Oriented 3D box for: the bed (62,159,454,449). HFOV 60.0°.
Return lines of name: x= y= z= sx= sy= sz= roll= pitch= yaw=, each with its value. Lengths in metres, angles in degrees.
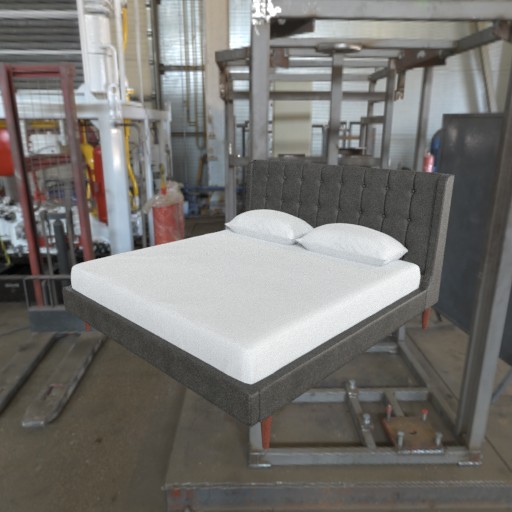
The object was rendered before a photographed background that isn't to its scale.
bed: x=0.000 y=0.000 z=3.172 sx=1.903 sy=1.158 sz=2.031 roll=15 pitch=23 yaw=42
